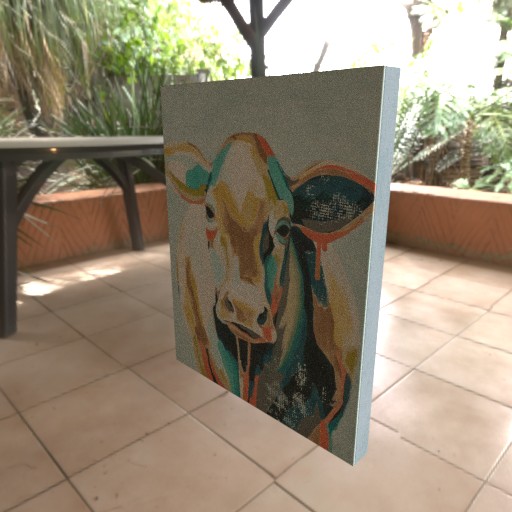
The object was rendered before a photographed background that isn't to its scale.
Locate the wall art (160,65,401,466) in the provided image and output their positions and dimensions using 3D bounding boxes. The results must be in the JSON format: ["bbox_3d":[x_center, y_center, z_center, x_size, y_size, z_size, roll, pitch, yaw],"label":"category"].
[{"bbox_3d":[0.000,0.000,0.683,0.409,0.509,0.037,16,23,42],"label":"wall art"}]
